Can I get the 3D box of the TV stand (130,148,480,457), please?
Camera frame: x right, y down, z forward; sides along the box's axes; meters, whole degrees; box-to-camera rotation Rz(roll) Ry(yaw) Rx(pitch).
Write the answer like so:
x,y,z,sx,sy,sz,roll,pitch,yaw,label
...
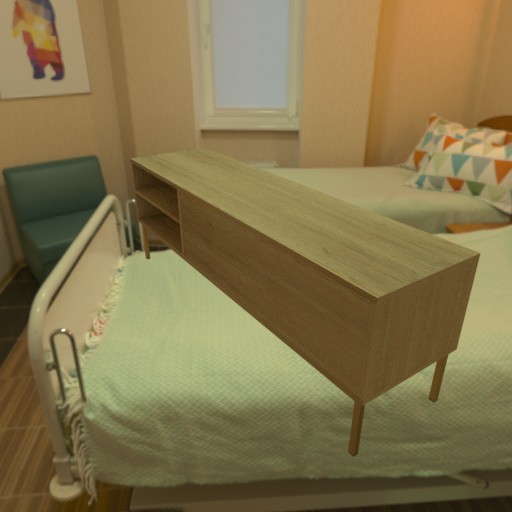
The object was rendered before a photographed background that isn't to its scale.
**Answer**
x,y,z,sx,sy,sz,roll,pitch,yaw,label
0.000,0.000,1.842,0.420,0.550,1.600,-17,31,-31,TV stand
